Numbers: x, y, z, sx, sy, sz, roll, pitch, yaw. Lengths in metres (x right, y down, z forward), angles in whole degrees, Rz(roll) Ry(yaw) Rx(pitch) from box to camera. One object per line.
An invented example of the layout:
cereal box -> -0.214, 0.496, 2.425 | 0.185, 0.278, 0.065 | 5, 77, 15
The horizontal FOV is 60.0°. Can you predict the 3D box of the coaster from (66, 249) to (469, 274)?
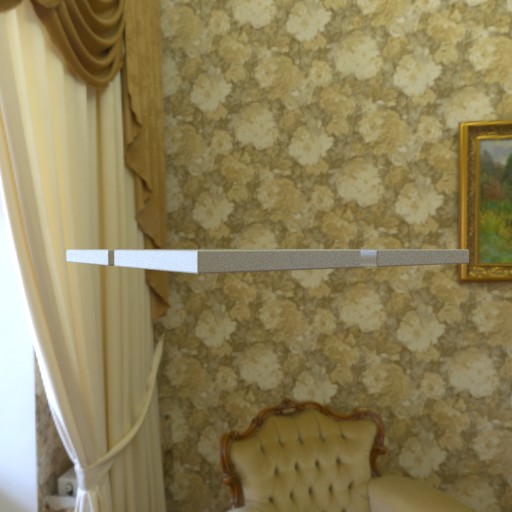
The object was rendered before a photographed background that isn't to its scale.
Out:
coaster -> 0.000, 0.000, 0.334 | 0.219, 0.010, 0.214 | -1, 1, -37
